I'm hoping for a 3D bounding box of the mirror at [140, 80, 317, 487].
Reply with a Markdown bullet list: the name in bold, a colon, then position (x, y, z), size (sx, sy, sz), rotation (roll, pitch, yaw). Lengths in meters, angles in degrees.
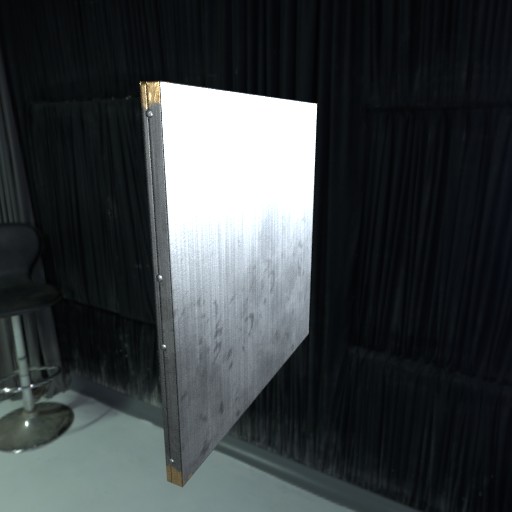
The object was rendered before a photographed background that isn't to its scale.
- **mirror**: position (0.000, 0.000, 0.560), size (0.020, 0.381, 0.382), rotation (8, 18, 25)
